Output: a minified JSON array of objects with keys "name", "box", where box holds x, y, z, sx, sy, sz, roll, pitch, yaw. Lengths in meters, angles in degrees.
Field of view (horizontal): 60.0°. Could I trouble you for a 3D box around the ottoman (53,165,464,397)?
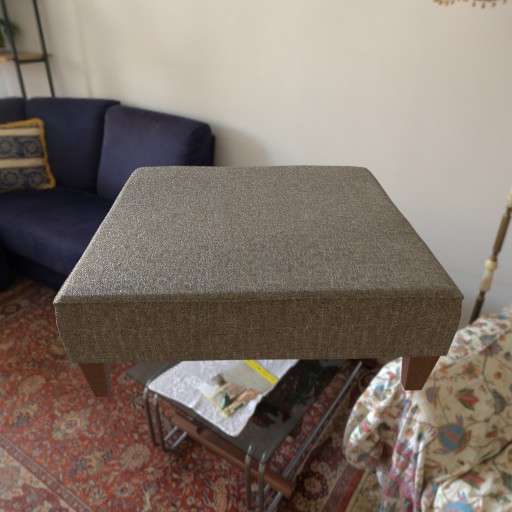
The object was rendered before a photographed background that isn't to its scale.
[{"name":"ottoman","box":[0.000,0.000,1.550,1.016,0.379,0.981,-1,30,-1]}]
